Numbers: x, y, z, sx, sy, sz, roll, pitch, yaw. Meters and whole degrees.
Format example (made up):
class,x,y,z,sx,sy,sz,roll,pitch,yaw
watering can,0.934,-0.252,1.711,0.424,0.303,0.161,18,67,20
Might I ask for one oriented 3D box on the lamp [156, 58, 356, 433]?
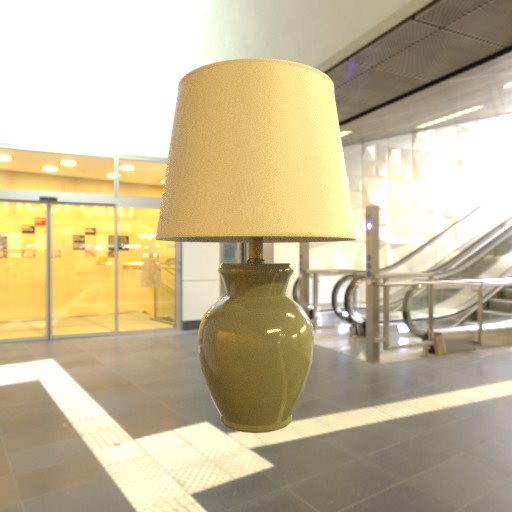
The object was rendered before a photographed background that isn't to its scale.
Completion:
class,x,y,z,sx,sy,sz,roll,pitch,yaw
lamp,0.000,0.000,0.541,0.239,0.399,0.239,0,0,0
